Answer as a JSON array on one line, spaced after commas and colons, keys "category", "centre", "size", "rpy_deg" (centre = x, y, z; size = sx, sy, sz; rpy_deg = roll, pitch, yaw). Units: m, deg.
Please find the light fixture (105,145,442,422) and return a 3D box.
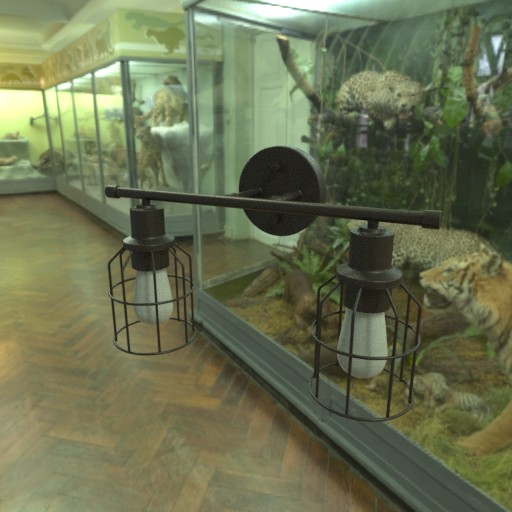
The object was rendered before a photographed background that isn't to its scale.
[{"category": "light fixture", "centre": [0.000, 0.000, 0.536], "size": [0.406, 0.254, 0.165], "rpy_deg": [8, 18, 26]}]
